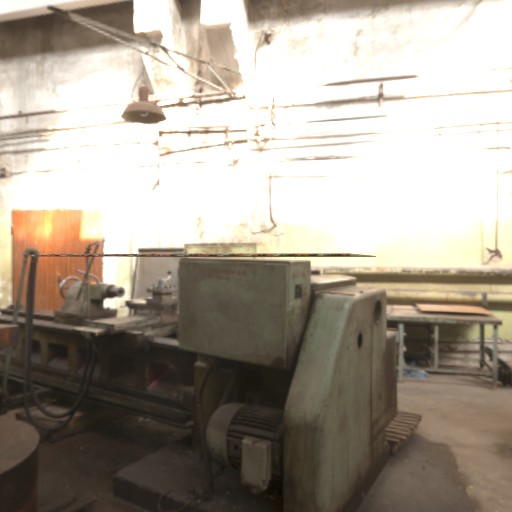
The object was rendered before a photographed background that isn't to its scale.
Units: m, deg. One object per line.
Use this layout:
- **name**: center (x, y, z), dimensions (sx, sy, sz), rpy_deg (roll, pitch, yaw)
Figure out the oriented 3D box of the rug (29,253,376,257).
- **rug**: center (0.000, 0.000, 2.468), dimensions (1.218, 0.010, 1.997), rpy_deg (0, 0, 18)
